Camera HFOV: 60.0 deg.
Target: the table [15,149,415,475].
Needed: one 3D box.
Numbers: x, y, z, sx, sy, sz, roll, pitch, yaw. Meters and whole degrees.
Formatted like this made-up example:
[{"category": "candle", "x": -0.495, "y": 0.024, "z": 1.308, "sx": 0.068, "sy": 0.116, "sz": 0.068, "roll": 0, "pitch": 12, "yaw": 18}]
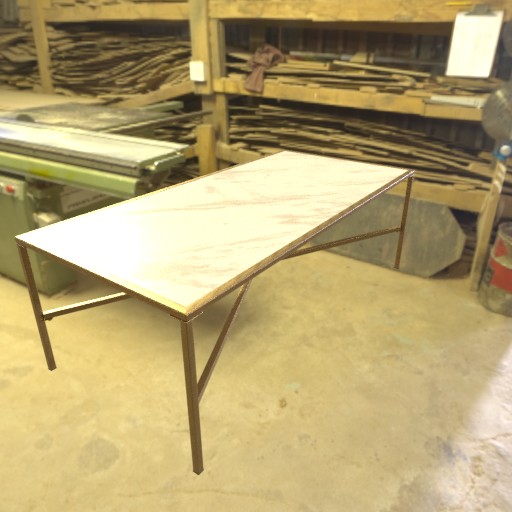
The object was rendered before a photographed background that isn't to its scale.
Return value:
[{"category": "table", "x": 0.000, "y": 0.000, "z": 1.442, "sx": 0.577, "sy": 0.405, "sz": 1.197, "roll": 18, "pitch": 31, "yaw": 32}]
